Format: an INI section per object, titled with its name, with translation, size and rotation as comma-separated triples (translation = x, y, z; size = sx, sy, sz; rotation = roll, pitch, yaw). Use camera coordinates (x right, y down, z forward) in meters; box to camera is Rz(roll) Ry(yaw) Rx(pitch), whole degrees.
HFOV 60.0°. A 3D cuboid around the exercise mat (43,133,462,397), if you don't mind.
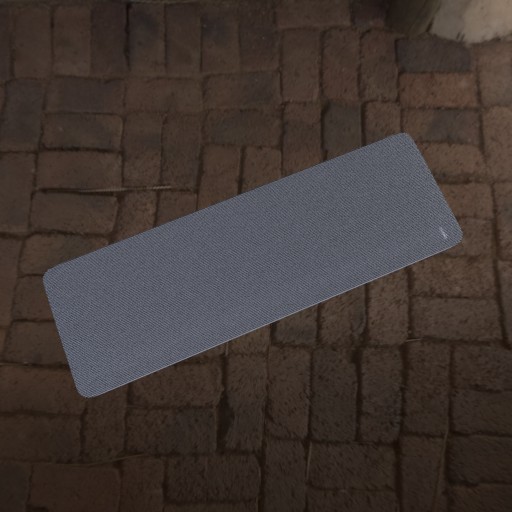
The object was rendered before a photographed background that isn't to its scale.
[exercise mat]
translation = 0.000, 0.000, 2.048
size = 1.884, 0.021, 0.616
rotation = -22, 77, -5
